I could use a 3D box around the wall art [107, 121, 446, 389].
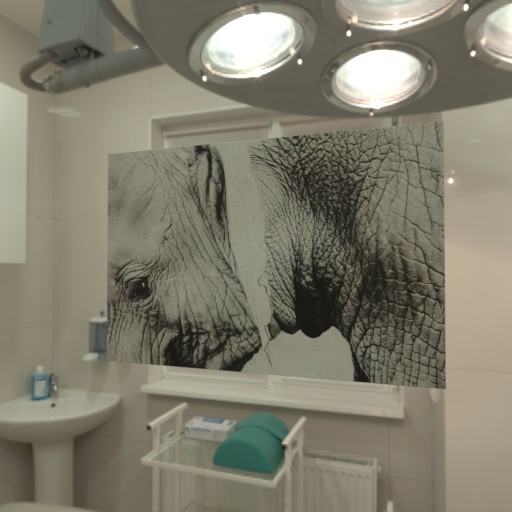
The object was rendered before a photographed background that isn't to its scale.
[{"bbox_3d":[0.000,0.000,1.456,1.141,0.758,0.035,0,-1,19],"label":"wall art"}]
